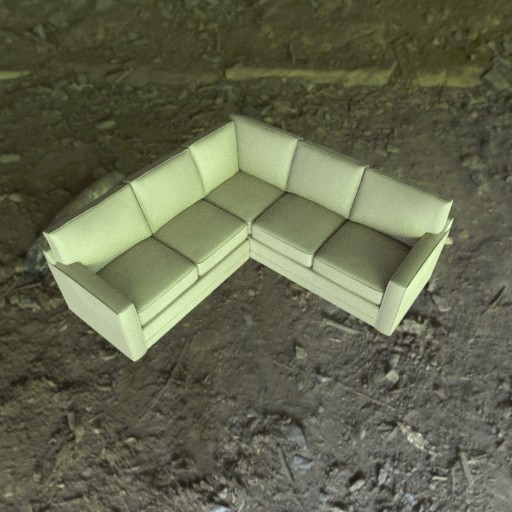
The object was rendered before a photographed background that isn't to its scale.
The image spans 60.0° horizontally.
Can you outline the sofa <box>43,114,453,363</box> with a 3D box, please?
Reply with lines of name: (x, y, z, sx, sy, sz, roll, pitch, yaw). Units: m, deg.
sofa: (0.000, 0.000, 3.439, 2.189, 0.939, 2.182, 29, 52, 26)
